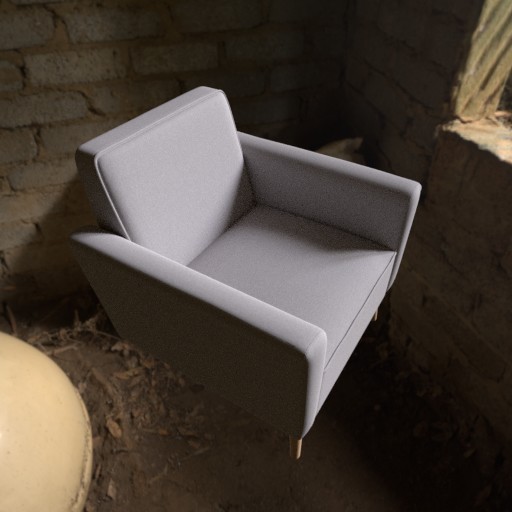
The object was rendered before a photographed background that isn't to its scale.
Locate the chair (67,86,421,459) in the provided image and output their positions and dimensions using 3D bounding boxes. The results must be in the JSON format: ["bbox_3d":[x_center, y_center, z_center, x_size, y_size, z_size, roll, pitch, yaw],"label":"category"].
[{"bbox_3d":[0.000,0.000,1.390,0.750,0.780,0.780,22,45,24],"label":"chair"}]
